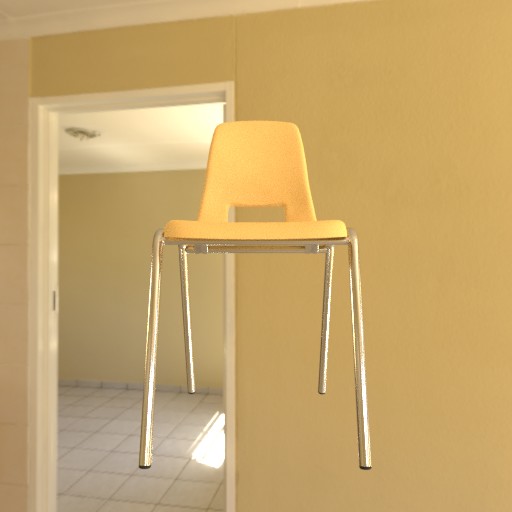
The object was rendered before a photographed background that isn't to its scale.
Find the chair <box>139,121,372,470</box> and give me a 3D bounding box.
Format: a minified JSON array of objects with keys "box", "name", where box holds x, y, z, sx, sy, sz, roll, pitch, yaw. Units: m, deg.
[{"box":[0.000,0.000,0.937,0.381,0.704,0.436,0,-1,0],"name":"chair"}]
